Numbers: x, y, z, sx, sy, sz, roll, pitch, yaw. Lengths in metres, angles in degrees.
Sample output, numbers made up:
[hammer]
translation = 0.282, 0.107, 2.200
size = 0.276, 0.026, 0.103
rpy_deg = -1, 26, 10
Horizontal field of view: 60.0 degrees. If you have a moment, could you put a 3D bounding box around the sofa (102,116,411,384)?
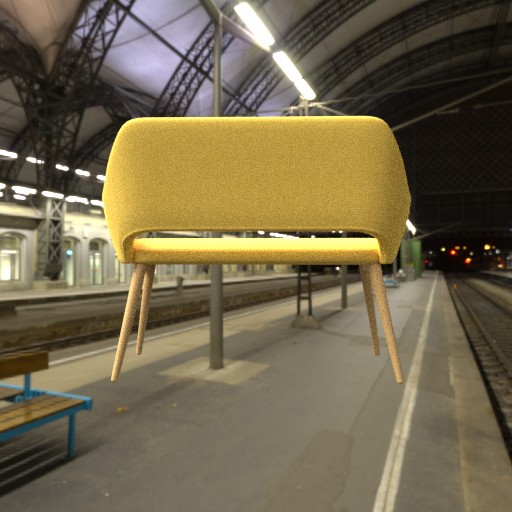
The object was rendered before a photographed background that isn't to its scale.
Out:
[sofa]
translation = 0.000, 0.000, 1.630
size = 1.150, 0.840, 0.610
rpy_deg = 0, -1, 1
